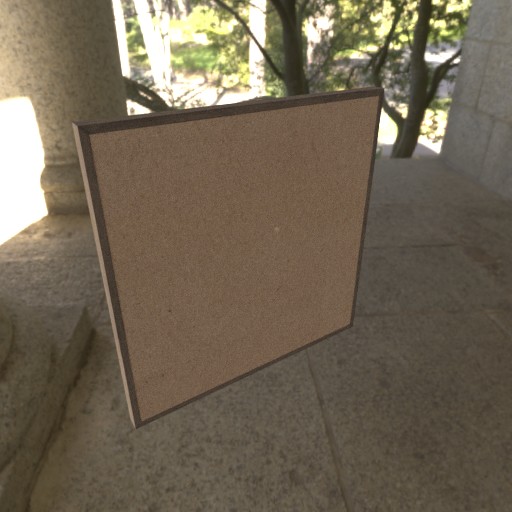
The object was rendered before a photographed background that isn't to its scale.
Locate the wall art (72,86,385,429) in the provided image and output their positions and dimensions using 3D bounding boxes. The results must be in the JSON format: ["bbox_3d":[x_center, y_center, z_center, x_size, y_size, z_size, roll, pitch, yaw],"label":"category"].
[{"bbox_3d":[0.000,0.000,1.145,0.762,0.762,0.038,-18,34,-29],"label":"wall art"}]
